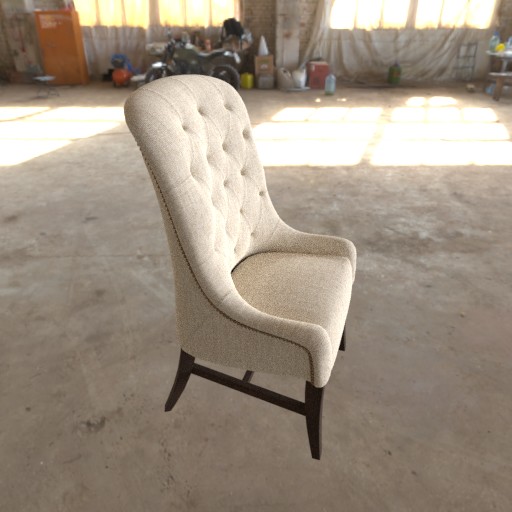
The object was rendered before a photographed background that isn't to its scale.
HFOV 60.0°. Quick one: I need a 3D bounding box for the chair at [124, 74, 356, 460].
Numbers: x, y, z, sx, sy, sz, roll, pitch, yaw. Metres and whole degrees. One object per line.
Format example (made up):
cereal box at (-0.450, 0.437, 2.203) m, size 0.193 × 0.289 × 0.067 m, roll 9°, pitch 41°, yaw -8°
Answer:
chair at (0.000, 0.000, 1.478) m, size 0.629 × 1.091 × 0.634 m, roll 9°, pitch 31°, yaw 16°
